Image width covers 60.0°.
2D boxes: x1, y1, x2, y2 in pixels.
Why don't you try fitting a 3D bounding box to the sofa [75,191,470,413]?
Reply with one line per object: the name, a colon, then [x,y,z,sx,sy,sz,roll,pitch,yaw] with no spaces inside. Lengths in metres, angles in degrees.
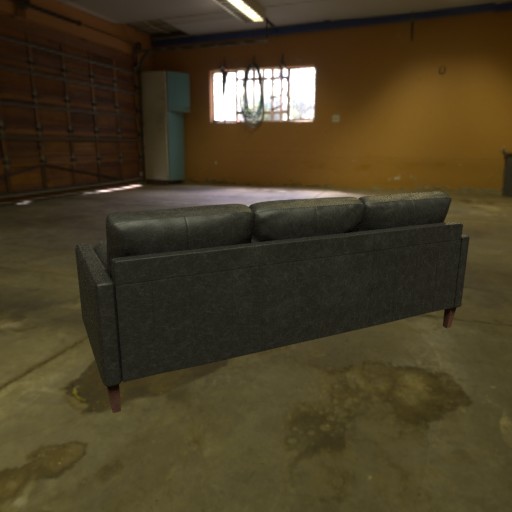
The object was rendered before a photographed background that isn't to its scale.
sofa: [0.000,0.000,2.898,2.178,0.876,1.497,-7,16,-26]
